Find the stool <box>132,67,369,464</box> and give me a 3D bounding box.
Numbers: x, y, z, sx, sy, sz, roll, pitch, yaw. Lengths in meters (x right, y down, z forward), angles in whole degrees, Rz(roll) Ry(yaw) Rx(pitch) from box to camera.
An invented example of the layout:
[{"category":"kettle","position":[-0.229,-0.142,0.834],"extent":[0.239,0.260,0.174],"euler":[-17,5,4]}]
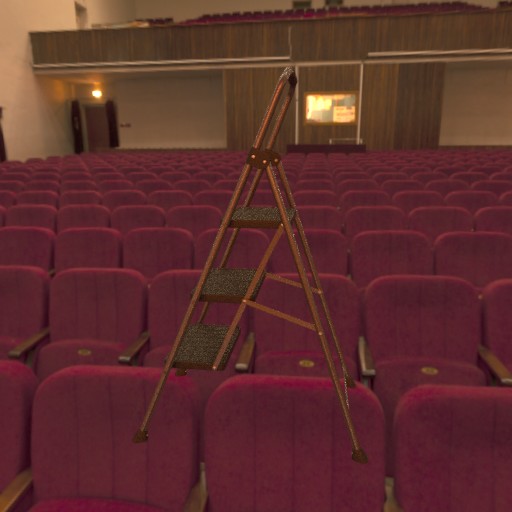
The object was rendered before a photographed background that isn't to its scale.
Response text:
[{"category":"stool","position":[0.000,0.000,1.448],"extent":[0.733,1.121,0.473],"euler":[2,13,8]}]
